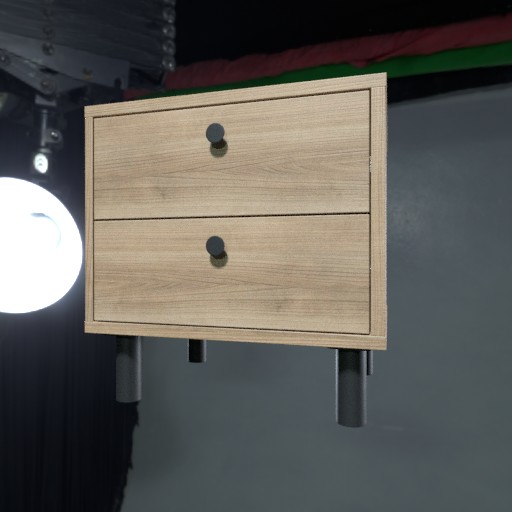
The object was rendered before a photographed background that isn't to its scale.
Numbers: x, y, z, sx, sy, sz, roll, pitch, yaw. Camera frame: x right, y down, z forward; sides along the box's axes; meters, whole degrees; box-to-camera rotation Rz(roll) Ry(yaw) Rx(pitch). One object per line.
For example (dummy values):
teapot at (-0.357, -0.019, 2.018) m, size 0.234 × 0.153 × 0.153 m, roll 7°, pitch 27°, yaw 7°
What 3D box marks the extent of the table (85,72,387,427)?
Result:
table at (0.000, 0.000, 0.786) m, size 0.445 × 0.460 × 0.380 m, roll 0°, pitch 0°, yaw 17°
